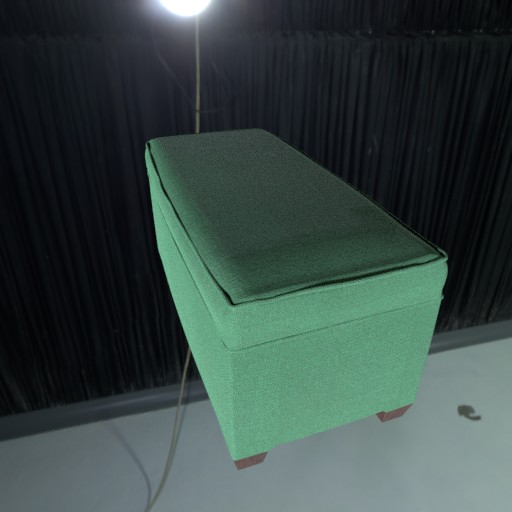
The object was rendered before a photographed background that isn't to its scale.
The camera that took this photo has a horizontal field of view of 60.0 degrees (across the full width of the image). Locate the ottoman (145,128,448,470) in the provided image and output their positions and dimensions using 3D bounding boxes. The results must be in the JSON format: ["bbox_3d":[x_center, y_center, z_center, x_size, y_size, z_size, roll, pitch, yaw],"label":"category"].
[{"bbox_3d":[0.000,0.000,1.228,0.483,0.471,0.957,-10,32,-17],"label":"ottoman"}]
